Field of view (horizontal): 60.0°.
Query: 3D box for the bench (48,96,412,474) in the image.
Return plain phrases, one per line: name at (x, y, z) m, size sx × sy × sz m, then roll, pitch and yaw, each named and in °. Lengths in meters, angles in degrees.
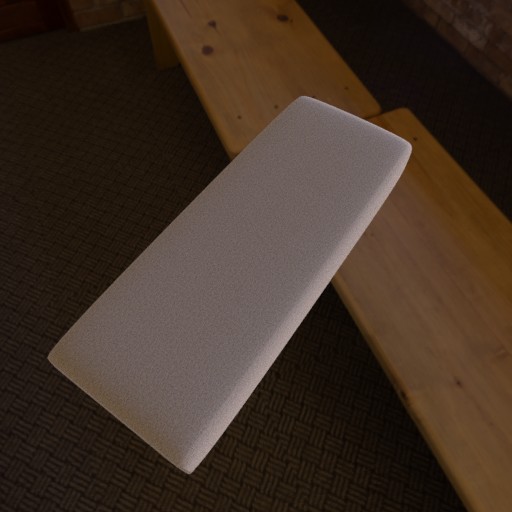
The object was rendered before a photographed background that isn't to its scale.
bench at (0.000, 0.000, 1.841) m, size 0.631 × 0.383 × 1.598 m, roll 31°, pitch 63°, yaw 17°
